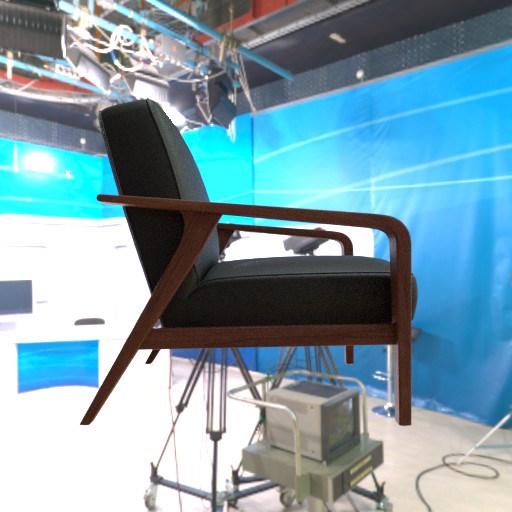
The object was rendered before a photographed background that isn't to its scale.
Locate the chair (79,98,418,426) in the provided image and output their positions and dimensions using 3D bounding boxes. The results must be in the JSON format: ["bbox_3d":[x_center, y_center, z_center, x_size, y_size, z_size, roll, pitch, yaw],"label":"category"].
[{"bbox_3d":[0.000,0.000,1.458,0.889,0.861,0.719,0,0,0],"label":"chair"}]
